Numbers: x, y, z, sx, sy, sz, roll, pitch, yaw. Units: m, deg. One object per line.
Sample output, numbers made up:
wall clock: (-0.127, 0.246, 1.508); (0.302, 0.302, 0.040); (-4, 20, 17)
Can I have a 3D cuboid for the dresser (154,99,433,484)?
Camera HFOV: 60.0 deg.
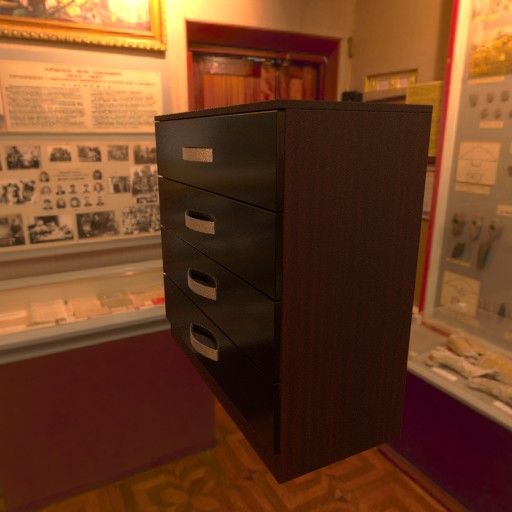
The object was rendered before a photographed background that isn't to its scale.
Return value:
dresser: (0.000, 0.000, 1.162); (0.360, 0.720, 0.750); (-8, 17, -26)
